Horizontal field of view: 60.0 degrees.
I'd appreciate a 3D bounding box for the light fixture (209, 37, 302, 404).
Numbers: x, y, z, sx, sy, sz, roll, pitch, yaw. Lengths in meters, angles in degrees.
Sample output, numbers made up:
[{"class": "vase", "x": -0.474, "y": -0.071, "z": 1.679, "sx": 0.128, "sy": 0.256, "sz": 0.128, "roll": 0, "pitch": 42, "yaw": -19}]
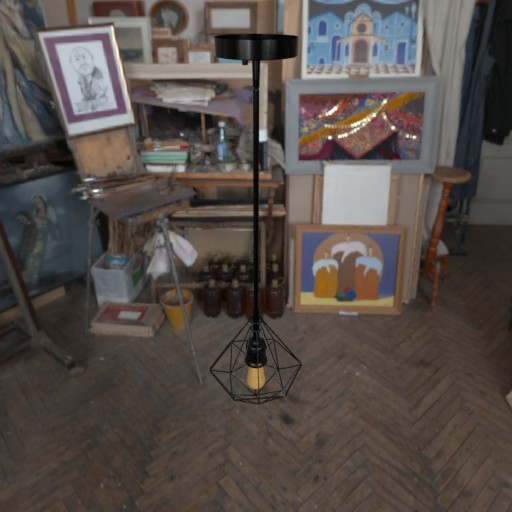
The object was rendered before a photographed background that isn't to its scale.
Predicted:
[{"class": "light fixture", "x": 0.000, "y": 0.000, "z": 1.984, "sx": 0.431, "sy": 1.764, "sz": 0.487, "roll": -20, "pitch": 35, "yaw": -30}]
